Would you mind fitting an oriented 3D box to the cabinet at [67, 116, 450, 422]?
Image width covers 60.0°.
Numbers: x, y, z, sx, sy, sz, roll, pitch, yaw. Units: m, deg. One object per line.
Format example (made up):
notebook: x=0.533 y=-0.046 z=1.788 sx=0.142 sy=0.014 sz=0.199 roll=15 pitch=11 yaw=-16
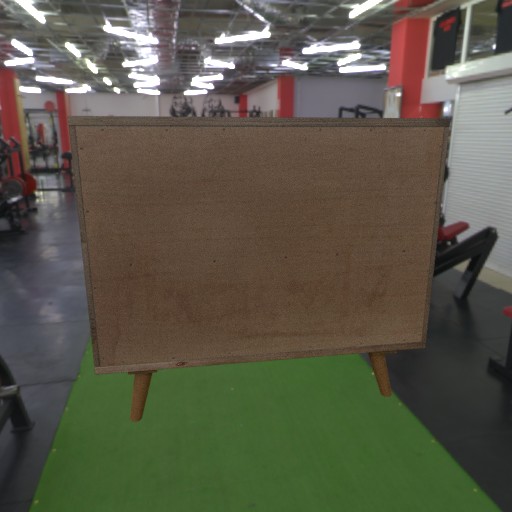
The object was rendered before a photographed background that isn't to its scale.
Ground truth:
cabinet: x=0.000 y=0.000 z=1.533 sx=1.023 sy=0.897 sz=0.529 roll=-2 pitch=15 yaw=-9
